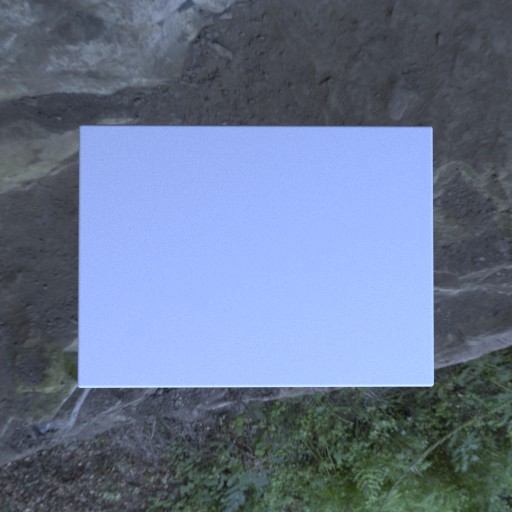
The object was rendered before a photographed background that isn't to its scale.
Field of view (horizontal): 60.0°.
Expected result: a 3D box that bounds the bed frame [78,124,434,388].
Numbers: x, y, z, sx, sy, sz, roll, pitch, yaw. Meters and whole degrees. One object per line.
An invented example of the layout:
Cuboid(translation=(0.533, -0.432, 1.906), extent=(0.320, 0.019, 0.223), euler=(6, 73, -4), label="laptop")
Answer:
Cuboid(translation=(0.000, 0.000, 2.601), extent=(1.944, 0.490, 1.448), euler=(0, 89, -1), label="bed frame")
